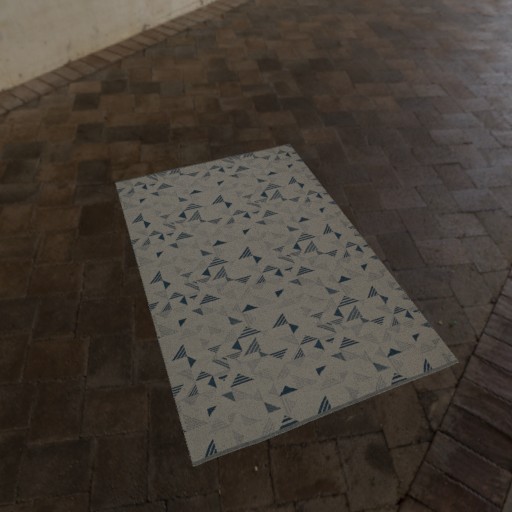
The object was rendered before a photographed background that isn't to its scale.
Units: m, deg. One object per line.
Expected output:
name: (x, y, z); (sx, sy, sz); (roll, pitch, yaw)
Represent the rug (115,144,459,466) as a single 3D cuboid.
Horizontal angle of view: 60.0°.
rug: (0.000, 0.000, 2.374); (1.206, 0.003, 1.835); (-16, 49, -14)
